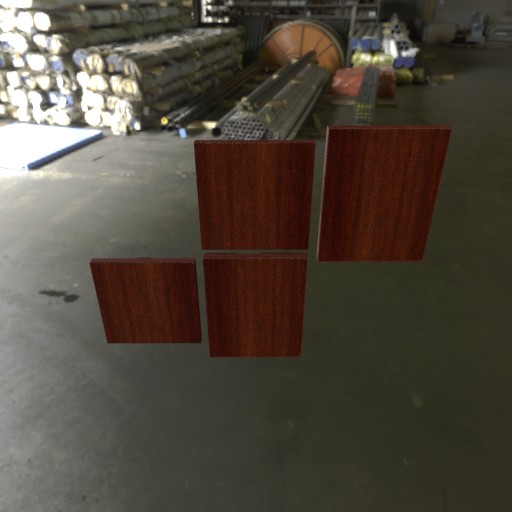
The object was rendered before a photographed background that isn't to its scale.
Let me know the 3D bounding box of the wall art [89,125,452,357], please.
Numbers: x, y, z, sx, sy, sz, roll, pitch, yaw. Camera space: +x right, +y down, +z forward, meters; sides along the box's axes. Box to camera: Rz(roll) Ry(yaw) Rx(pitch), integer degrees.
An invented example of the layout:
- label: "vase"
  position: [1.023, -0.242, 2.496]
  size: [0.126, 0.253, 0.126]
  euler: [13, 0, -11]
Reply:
- label: "wall art"
  position: [0.000, 0.000, 0.854]
  size: [0.635, 0.497, 0.030]
  euler: [0, 31, 0]
